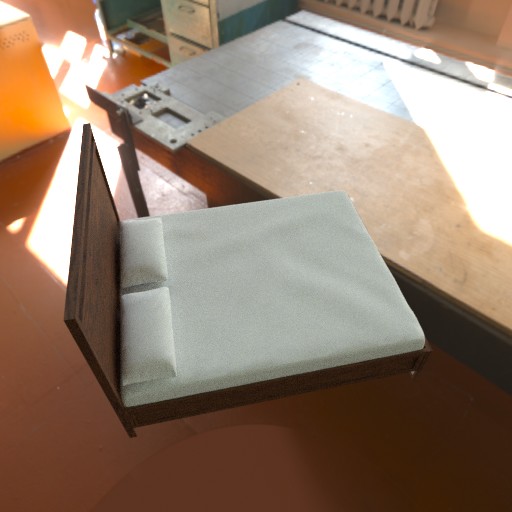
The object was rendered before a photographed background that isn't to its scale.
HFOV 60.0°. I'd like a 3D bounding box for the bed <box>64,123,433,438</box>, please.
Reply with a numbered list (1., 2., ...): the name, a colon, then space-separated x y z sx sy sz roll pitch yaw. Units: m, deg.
1. bed: 0.000 0.000 3.365 2.218 1.487 1.765 -9 48 -8
